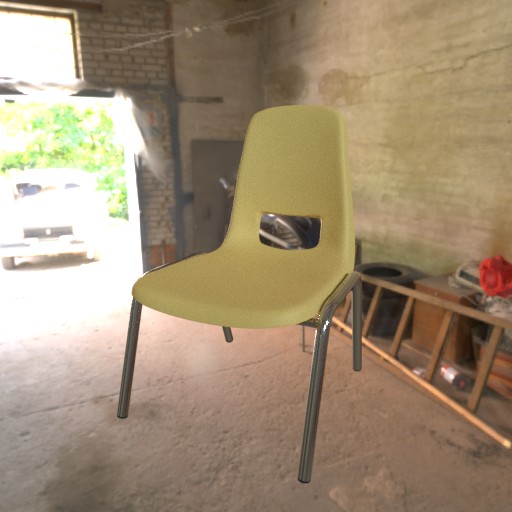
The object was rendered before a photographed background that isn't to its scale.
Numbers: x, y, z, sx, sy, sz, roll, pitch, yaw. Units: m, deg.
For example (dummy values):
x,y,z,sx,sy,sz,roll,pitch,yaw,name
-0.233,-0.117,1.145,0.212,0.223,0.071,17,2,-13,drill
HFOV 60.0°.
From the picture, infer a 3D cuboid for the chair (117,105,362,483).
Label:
x,y,z,sx,sy,sz,roll,pitch,yaw,name
0.000,0.000,0.791,0.354,0.536,0.385,7,16,26,chair
